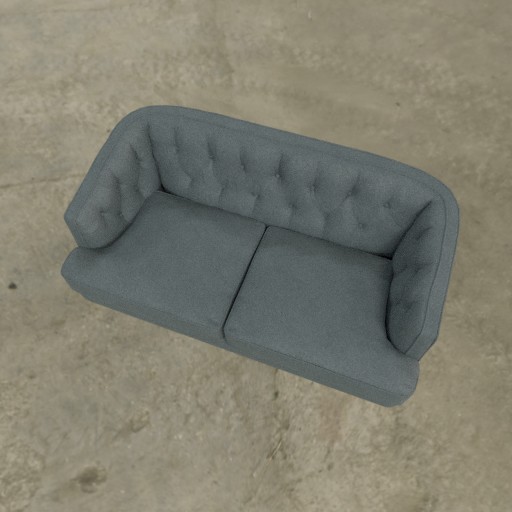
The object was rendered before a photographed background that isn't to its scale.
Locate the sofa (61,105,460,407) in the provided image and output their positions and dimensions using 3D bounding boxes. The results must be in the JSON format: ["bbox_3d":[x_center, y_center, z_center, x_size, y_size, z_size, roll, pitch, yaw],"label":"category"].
[{"bbox_3d":[0.000,0.000,2.234,1.733,0.855,0.941,17,60,10],"label":"sofa"}]
